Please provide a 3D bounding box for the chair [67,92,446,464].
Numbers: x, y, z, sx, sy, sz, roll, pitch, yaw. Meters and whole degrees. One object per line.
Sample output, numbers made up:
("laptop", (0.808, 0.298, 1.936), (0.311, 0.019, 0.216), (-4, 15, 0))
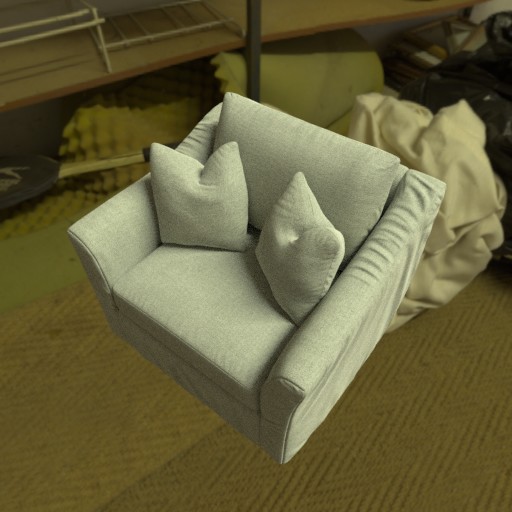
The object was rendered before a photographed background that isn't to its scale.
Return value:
("chair", (0.000, 0.000, 2.014), (1.194, 1.059, 1.071), (29, 53, 25))
